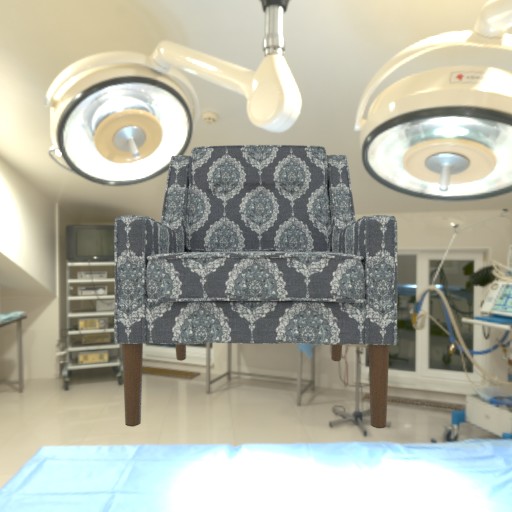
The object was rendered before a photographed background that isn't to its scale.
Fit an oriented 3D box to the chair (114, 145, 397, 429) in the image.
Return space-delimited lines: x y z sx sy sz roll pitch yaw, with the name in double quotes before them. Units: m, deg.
"chair" 0.000 0.000 1.350 0.663 0.792 0.743 0 1 1
